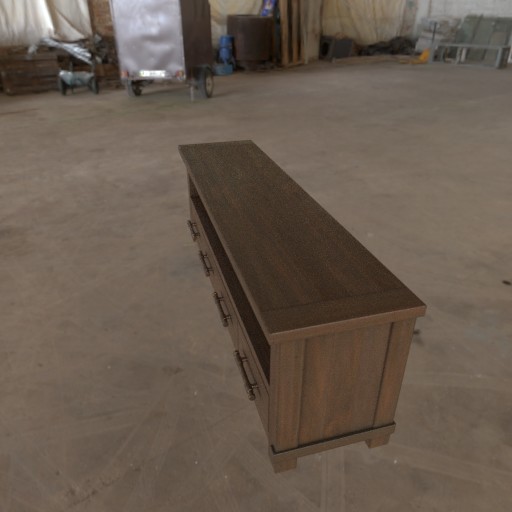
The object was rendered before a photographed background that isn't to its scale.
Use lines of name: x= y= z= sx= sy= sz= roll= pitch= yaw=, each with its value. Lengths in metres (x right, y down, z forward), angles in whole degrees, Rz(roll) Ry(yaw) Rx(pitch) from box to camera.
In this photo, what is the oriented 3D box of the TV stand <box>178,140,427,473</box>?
TV stand: x=0.000 y=0.000 z=2.111 sx=0.471 sy=0.615 sz=1.866 roll=-8 pitch=30 yaw=-14
